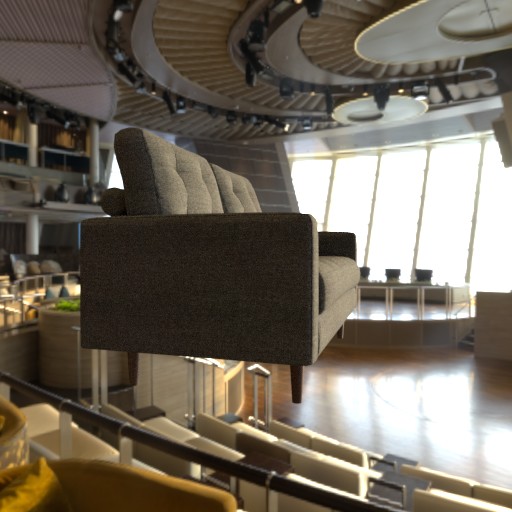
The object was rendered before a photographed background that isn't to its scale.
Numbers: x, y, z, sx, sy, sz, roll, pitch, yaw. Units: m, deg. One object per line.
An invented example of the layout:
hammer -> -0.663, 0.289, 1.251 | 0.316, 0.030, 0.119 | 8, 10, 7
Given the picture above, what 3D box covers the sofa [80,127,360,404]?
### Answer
sofa -> 0.000, 0.000, 2.007 | 0.842, 0.907, 1.407 | 0, 1, 18
